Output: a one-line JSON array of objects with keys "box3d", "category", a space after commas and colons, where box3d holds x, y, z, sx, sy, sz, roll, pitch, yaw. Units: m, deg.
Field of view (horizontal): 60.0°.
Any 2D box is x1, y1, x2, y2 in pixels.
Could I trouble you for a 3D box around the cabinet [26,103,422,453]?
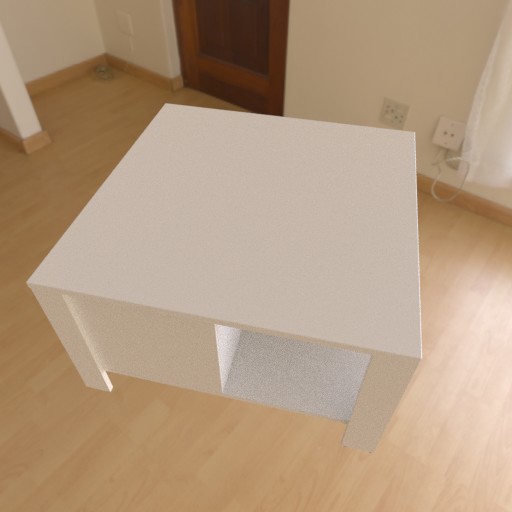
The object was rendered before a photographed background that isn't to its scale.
[{"box3d": [0.000, 0.000, 1.296, 0.800, 0.460, 0.800, 9, 47, 9], "category": "cabinet"}]
